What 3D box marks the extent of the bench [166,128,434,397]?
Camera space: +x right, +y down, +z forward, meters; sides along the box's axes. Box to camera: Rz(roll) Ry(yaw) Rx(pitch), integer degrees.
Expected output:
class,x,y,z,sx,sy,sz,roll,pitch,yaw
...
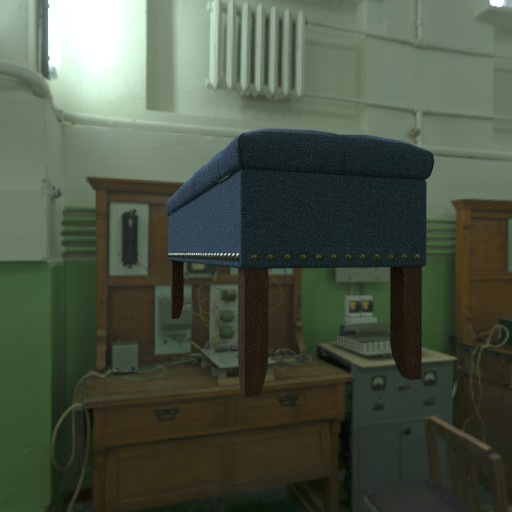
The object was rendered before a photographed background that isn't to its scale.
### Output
class,x,y,z,sx,sy,sz,roll,pitch,yaw
bench,0.000,0.000,1.317,0.417,0.492,1.052,0,0,-18
